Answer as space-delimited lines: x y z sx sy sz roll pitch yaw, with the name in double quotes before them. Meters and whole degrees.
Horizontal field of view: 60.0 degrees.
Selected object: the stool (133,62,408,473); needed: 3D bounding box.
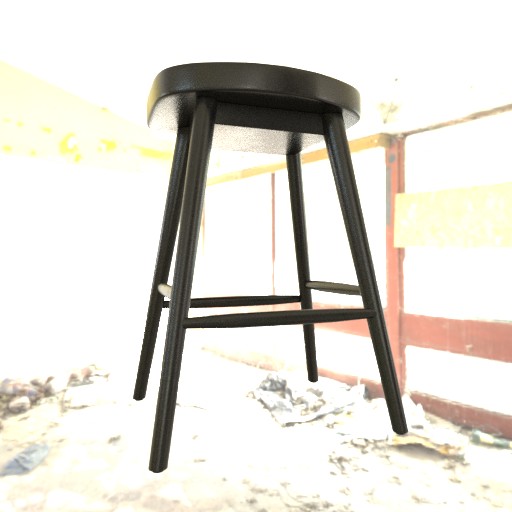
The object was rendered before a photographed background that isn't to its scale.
"stool" 0.000 0.000 0.859 0.440 0.615 0.361 0 0 -19
